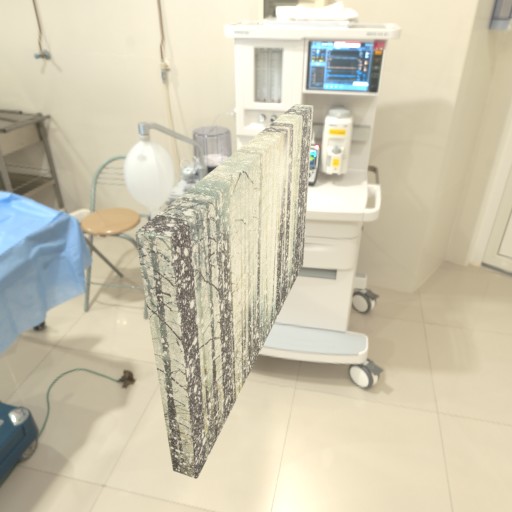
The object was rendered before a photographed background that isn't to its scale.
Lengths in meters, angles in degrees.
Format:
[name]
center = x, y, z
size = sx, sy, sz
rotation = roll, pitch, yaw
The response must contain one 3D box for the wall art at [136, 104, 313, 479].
[wall art]
center = 0.000, 0.000, 0.793
size = 0.042, 0.398, 0.618
rotation = 11, 33, 17
